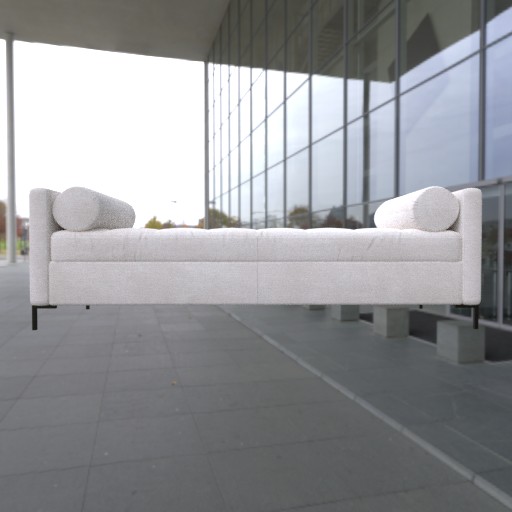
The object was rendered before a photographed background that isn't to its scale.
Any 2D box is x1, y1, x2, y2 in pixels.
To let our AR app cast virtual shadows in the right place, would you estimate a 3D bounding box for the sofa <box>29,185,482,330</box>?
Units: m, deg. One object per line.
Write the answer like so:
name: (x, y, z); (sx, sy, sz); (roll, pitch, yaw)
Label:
sofa: (0.000, 0.000, 2.272); (1.981, 0.635, 0.686); (0, 1, -1)
